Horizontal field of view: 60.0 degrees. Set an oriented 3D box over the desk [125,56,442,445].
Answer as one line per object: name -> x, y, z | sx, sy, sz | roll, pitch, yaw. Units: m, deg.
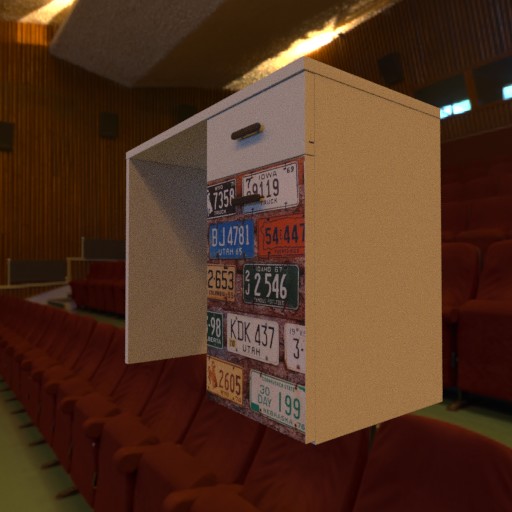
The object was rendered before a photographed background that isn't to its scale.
desk -> 0.000, 0.000, 1.317 | 0.482, 0.730, 0.898 | 1, -1, -37
